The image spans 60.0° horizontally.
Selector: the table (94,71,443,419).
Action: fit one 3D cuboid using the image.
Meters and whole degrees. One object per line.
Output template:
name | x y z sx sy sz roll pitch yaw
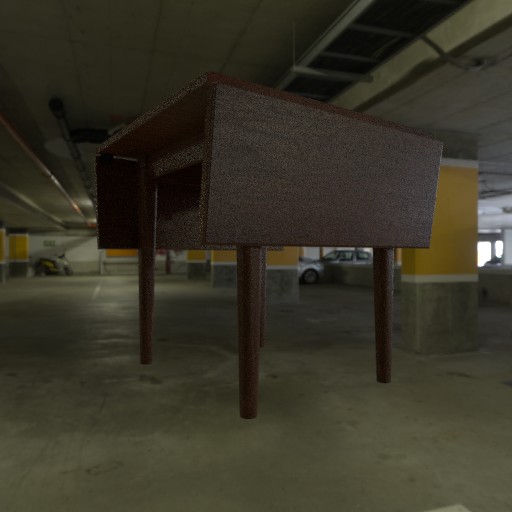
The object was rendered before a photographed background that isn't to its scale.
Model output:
table | 0.000 0.000 1.463 0.812 0.763 0.843 0 0 -36
